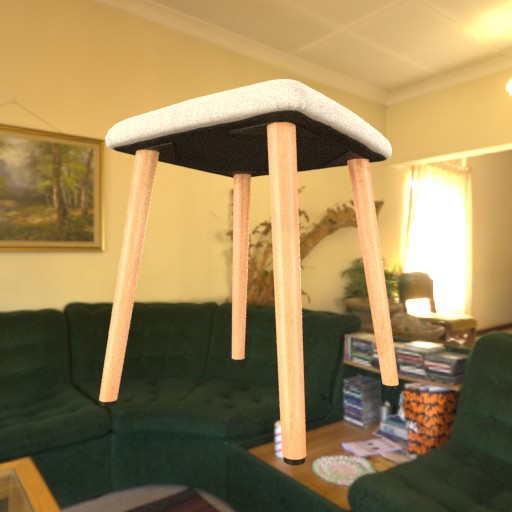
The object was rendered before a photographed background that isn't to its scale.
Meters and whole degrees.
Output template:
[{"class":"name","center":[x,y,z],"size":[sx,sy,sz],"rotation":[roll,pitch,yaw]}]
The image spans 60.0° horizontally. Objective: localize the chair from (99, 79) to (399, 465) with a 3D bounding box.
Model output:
[{"class":"chair","center":[0.000,0.000,0.699],"size":[0.350,0.440,0.350],"rotation":[0,0,35]}]
